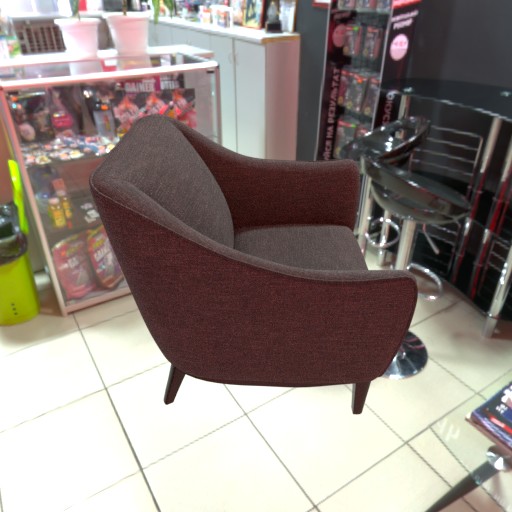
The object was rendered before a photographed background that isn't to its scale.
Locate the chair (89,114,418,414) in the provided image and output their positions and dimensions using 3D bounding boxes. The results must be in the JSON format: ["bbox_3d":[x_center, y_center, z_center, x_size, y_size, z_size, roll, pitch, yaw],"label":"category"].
[{"bbox_3d":[0.000,0.000,1.554,0.851,0.829,0.870,0,32,0],"label":"chair"}]
